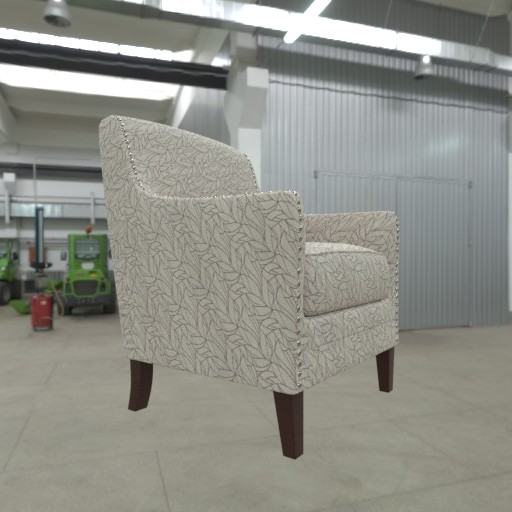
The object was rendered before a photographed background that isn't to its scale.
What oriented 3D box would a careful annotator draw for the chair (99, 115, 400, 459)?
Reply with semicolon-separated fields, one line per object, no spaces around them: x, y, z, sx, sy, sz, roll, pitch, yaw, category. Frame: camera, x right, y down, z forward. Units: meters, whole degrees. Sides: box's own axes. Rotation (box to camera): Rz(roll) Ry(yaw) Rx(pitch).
0.000;0.000;1.300;0.651;0.816;0.623;0;0;36;chair
